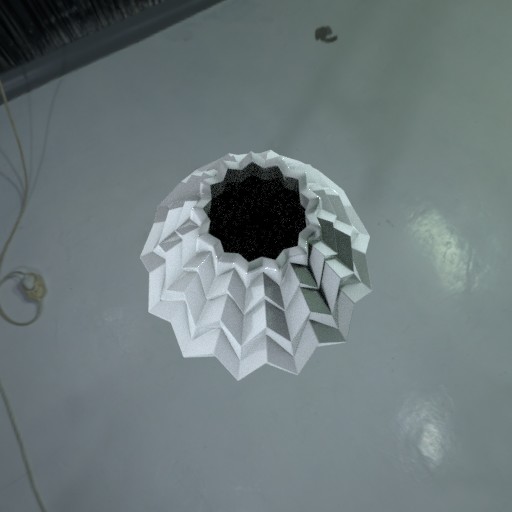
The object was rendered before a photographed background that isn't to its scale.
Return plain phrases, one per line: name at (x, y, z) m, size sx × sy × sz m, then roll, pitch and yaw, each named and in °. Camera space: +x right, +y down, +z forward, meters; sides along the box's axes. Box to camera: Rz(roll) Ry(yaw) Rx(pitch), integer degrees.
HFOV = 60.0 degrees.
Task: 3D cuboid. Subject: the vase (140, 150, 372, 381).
vase at (0.000, 0.000, 0.304) m, size 0.164 × 0.185 × 0.164 m, roll 0°, pitch 76°, yaw 0°
